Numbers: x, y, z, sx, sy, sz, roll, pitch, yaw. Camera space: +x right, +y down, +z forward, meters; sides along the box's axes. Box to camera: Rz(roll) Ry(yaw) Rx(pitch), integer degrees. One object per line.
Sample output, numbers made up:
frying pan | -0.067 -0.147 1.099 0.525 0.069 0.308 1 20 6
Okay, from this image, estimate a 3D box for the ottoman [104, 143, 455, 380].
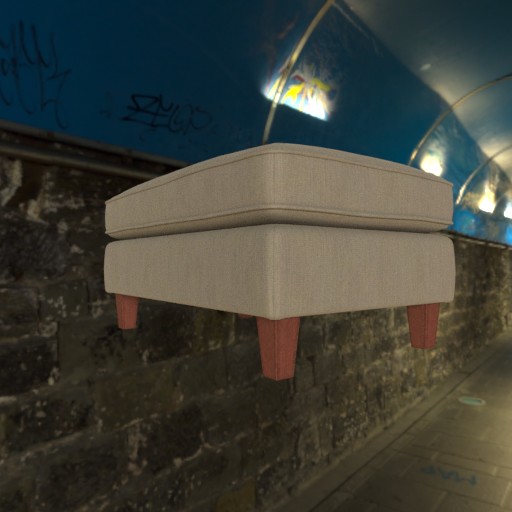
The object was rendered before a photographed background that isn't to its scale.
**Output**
ottoman | 0.000 0.000 1.326 0.636 0.480 0.941 1 -1 -37
